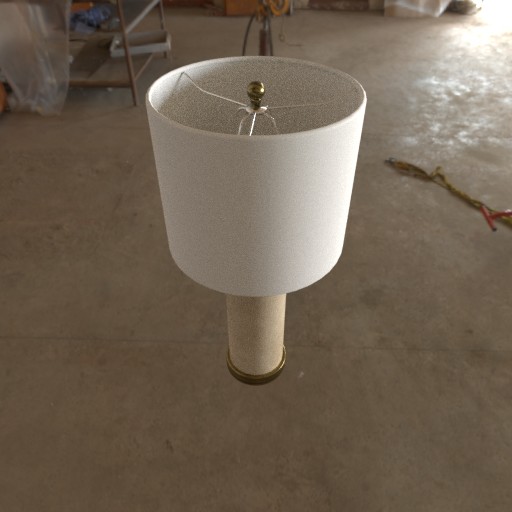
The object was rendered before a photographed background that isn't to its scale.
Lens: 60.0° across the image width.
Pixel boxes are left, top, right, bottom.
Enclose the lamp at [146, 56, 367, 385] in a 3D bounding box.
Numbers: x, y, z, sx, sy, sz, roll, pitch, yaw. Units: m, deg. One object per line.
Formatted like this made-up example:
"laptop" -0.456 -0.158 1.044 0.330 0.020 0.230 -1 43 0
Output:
"lamp" 0.000 0.000 0.819 0.305 0.634 0.305 27 47 28
